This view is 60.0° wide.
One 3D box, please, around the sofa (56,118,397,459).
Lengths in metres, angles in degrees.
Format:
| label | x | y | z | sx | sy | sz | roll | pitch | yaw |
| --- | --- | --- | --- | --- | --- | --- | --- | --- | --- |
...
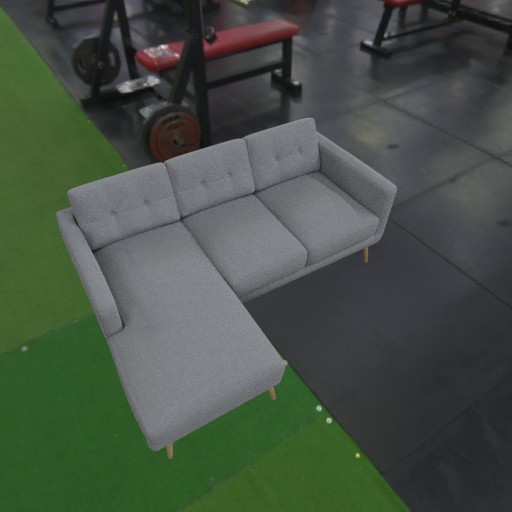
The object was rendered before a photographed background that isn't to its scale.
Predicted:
| label | x | y | z | sx | sy | sz | roll | pitch | yaw |
| --- | --- | --- | --- | --- | --- | --- | --- | --- | --- |
| sofa | 0.000 | 0.000 | 2.796 | 2.040 | 0.860 | 1.530 | -23 | 49 | -21 |
